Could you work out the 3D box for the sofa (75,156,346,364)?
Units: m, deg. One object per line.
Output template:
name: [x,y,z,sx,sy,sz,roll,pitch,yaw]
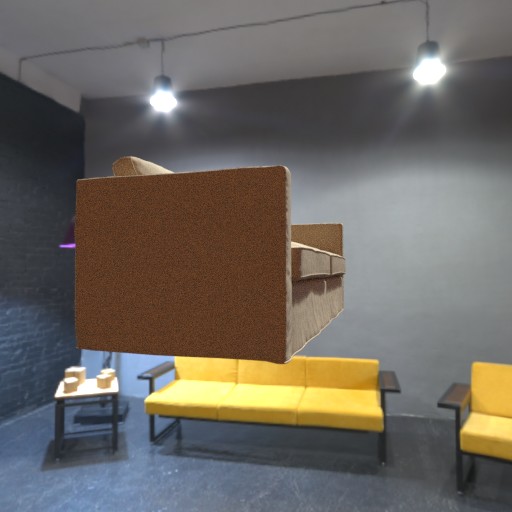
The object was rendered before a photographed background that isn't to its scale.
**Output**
sofa: [0.000,0.000,2.834,0.962,0.853,2.312,-1,-2,16]
